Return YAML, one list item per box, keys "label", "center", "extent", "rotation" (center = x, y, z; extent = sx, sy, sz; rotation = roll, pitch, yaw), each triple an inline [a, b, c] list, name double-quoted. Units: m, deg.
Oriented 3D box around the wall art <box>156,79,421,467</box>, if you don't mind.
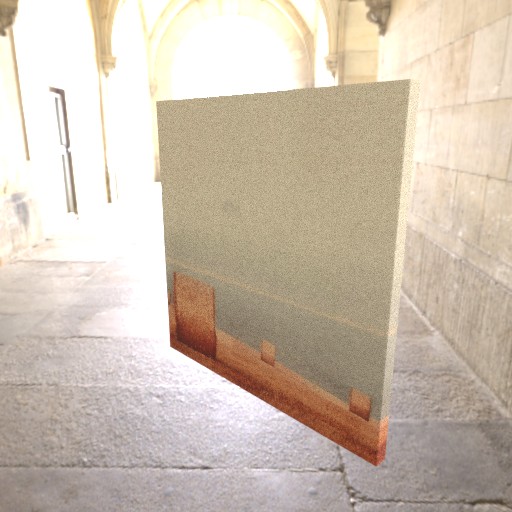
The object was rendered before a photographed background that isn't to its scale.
- label: "wall art"
  center: [0.000, 0.000, 1.100]
  extent: [0.042, 0.760, 0.760]
  rotation: [-15, 22, -43]
